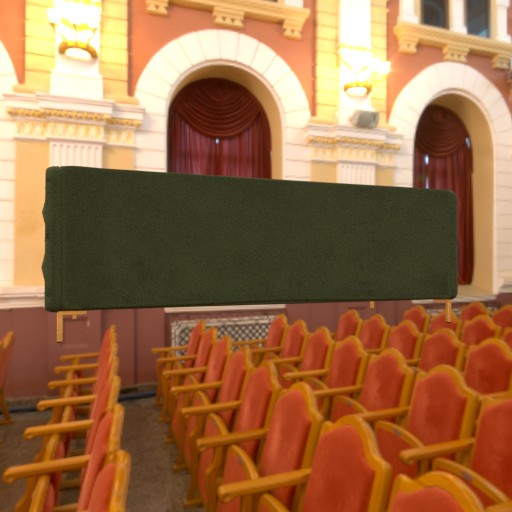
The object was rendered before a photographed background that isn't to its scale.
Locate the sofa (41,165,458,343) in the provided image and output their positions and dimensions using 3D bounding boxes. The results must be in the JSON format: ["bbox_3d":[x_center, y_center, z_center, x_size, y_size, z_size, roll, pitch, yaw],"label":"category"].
[{"bbox_3d":[0.000,0.000,2.620,2.209,0.771,0.895,0,-1,-18],"label":"sofa"}]
